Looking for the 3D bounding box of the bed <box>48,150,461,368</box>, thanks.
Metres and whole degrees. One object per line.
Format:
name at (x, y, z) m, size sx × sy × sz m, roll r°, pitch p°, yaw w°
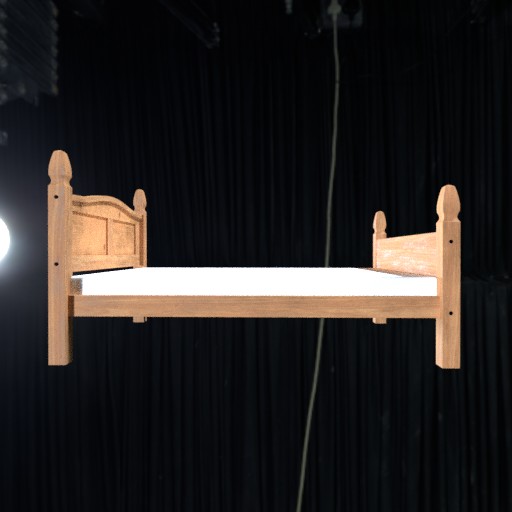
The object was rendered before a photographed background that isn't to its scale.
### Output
bed at (0.000, 0.000, 2.960) m, size 2.069 × 1.100 × 1.490 m, roll 0°, pitch 0°, yaw 2°
